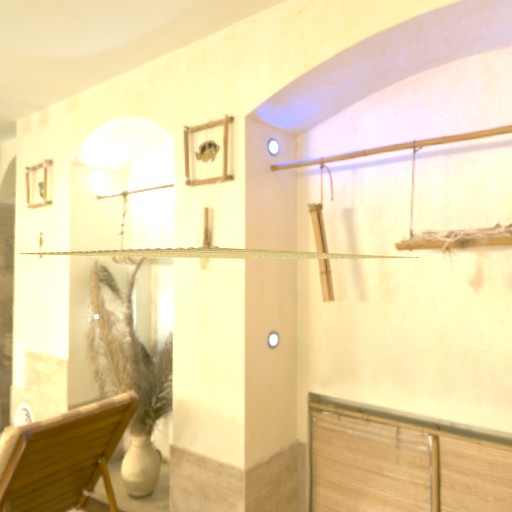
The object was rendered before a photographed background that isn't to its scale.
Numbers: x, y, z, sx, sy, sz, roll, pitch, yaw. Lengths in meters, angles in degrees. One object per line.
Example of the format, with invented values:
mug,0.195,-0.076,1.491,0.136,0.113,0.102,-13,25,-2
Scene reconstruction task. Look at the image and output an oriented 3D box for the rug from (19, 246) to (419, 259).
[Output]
rug,0.000,0.000,2.524,1.222,0.009,2.084,-1,-2,37
